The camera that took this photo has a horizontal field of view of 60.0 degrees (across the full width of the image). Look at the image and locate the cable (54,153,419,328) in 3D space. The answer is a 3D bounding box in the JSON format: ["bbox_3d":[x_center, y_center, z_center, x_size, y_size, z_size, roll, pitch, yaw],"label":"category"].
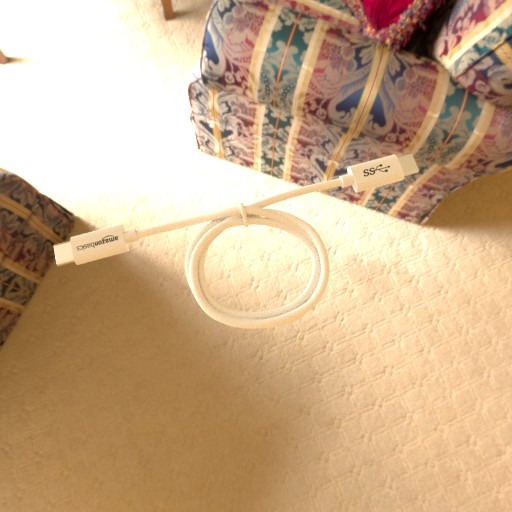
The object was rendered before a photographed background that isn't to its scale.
[{"bbox_3d":[0.000,0.000,0.212,0.186,0.014,0.070,-15,74,-4],"label":"cable"}]
